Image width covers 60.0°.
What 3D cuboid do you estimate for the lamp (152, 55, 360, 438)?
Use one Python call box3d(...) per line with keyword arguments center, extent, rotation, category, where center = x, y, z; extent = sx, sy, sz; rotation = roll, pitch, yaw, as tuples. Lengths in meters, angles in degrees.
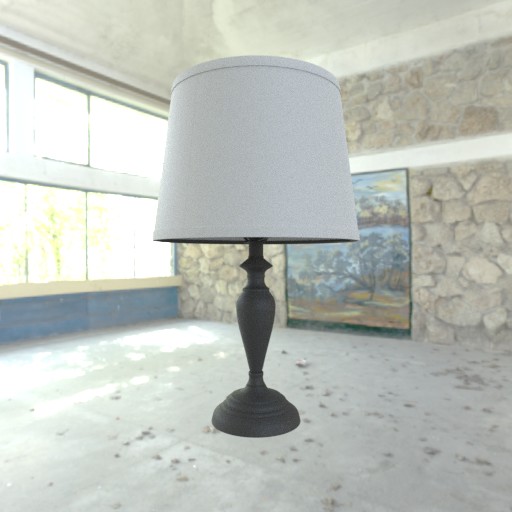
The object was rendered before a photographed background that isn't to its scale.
box3d(center=(0.000, 0.000, 0.679), extent=(0.310, 0.501, 0.310), rotation=(0, 0, 0), category="lamp")
